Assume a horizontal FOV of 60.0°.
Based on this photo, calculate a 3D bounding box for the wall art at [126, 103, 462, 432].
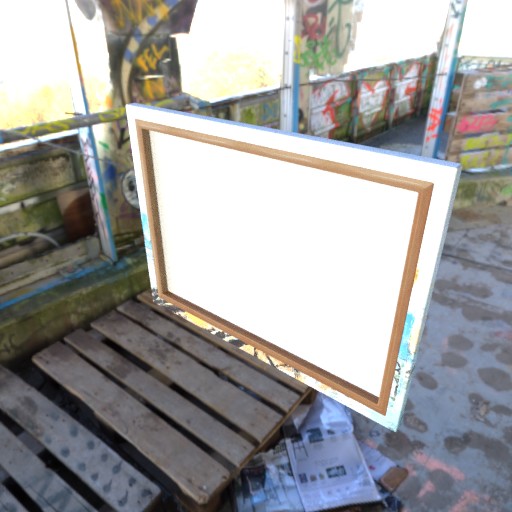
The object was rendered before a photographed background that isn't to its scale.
[{"bbox_3d":[0.000,0.000,1.328,1.016,0.762,0.038,21,36,32],"label":"wall art"}]
